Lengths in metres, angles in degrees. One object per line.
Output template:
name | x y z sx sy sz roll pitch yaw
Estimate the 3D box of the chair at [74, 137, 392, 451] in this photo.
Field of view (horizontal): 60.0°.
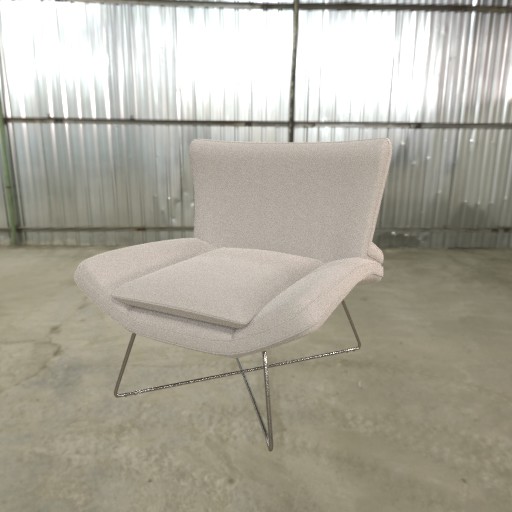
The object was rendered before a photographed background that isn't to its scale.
chair | 0.000 0.000 1.659 0.859 0.855 1.008 7 16 27
